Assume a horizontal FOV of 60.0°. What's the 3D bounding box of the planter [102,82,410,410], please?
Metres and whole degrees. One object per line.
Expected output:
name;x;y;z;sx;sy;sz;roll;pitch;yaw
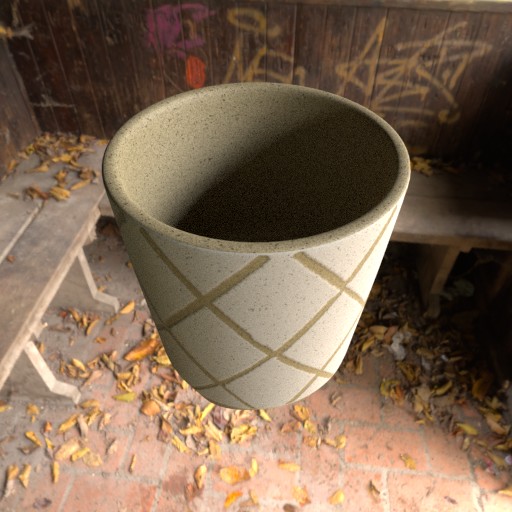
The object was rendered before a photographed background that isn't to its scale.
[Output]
planter;0.000;0.000;0.418;0.228;0.235;0.228;0;45;0
